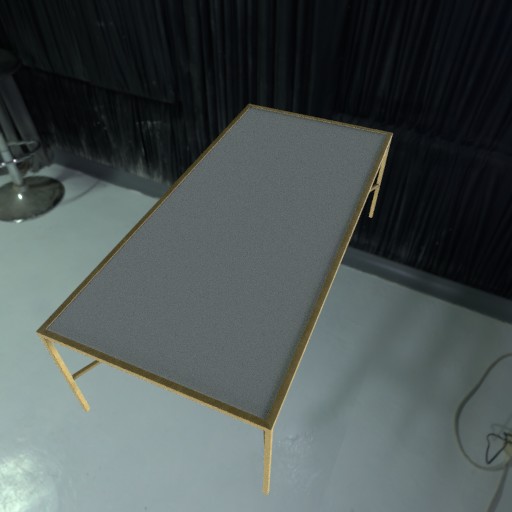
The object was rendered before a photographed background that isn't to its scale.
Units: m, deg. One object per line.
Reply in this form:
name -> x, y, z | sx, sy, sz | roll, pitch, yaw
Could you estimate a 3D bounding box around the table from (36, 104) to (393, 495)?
table -> 0.000, 0.000, 1.465 | 0.580, 0.398, 1.206 | 17, 48, 16
